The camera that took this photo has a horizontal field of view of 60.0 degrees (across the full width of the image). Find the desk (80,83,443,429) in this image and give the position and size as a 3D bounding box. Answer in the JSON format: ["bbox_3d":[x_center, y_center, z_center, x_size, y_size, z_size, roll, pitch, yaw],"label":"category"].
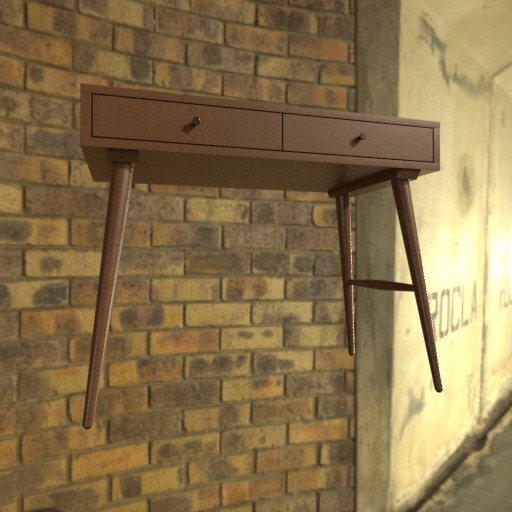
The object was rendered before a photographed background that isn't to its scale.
[{"bbox_3d":[0.000,0.000,1.333,0.949,0.758,0.510,0,-1,-17],"label":"desk"}]
